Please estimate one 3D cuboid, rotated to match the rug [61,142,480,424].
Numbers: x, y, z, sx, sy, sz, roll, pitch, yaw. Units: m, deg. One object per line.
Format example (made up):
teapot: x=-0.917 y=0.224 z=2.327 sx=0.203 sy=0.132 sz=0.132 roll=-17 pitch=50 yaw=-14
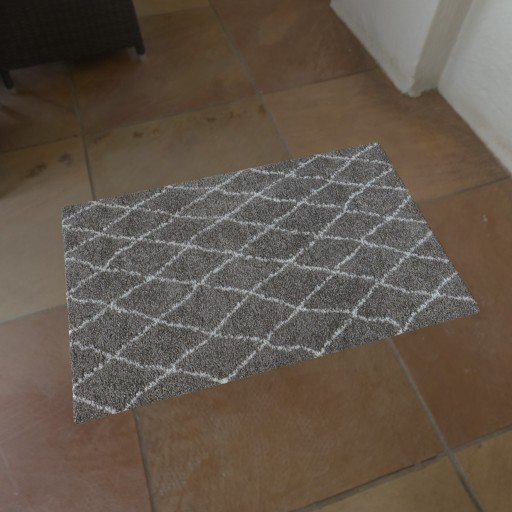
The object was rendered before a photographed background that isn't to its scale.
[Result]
rug: x=0.000 y=0.000 z=2.928 sx=2.438 sy=0.030 sz=1.524 roll=-13 pitch=59 yaw=-8
